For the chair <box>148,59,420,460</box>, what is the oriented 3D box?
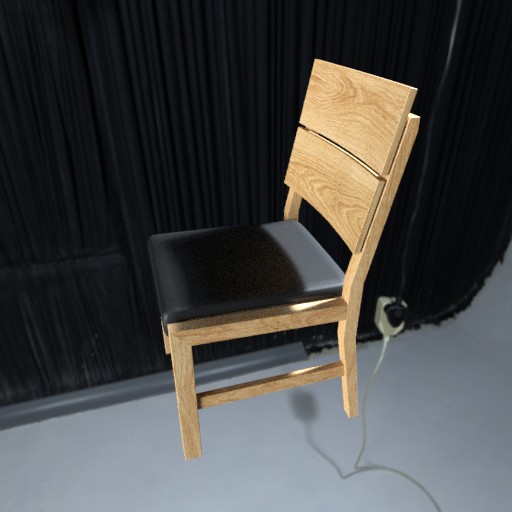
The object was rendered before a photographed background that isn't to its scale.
[{"bbox_3d":[0.000,0.000,1.246,0.569,0.950,0.475,-9,32,-14],"label":"chair"}]
